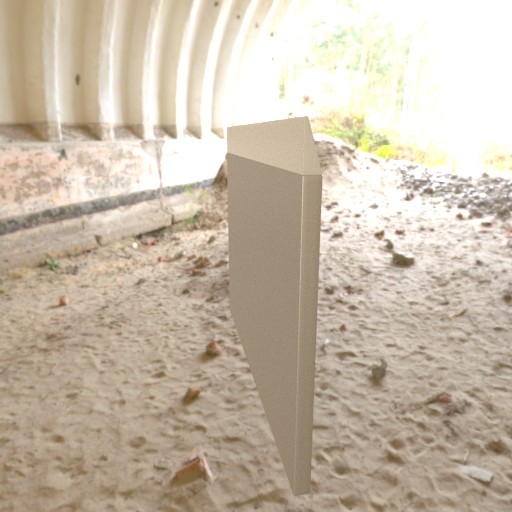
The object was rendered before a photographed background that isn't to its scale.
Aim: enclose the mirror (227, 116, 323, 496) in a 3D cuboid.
[{"bbox_3d":[0.000,0.000,1.101,0.030,0.630,0.870,-3,16,-10],"label":"mirror"}]
